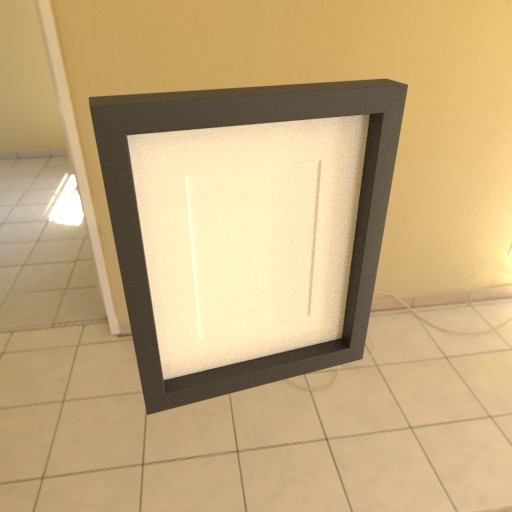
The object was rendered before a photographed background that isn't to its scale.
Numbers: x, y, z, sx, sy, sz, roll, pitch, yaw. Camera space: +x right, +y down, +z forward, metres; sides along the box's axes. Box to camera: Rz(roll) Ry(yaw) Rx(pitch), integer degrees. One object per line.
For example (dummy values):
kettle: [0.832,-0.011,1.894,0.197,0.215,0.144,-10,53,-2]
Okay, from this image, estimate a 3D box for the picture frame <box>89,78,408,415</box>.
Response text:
picture frame: [0.000,0.000,0.397,0.232,0.284,0.042,-10,32,-16]
